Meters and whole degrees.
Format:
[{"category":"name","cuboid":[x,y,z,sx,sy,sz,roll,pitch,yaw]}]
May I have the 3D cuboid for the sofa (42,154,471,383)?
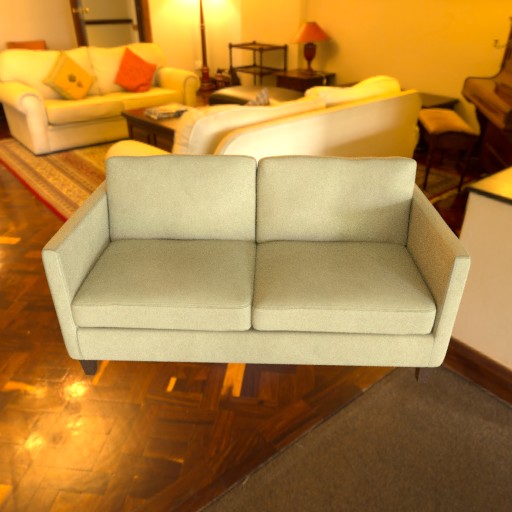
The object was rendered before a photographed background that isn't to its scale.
[{"category":"sofa","cuboid":[0.000,0.000,2.368,1.846,0.940,0.950,1,30,2]}]
